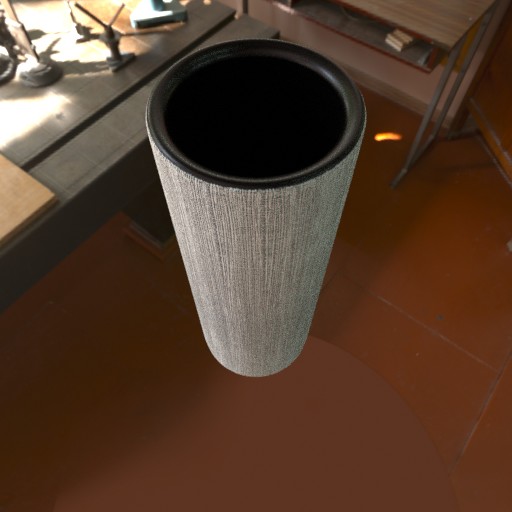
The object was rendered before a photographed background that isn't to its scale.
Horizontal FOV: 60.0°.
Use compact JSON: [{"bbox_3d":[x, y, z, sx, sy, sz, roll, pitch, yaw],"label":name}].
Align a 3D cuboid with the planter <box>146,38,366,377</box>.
[{"bbox_3d":[0.000,0.000,0.315,0.100,0.270,0.100,-15,60,-9],"label":"planter"}]
